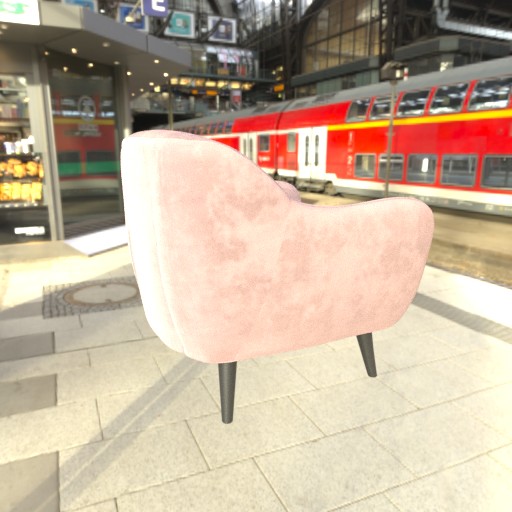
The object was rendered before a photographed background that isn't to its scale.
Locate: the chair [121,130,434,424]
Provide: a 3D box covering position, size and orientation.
[{"bbox_3d":[0.000,0.000,1.532,0.820,0.820,0.840,-7,15,-25],"label":"chair"}]
